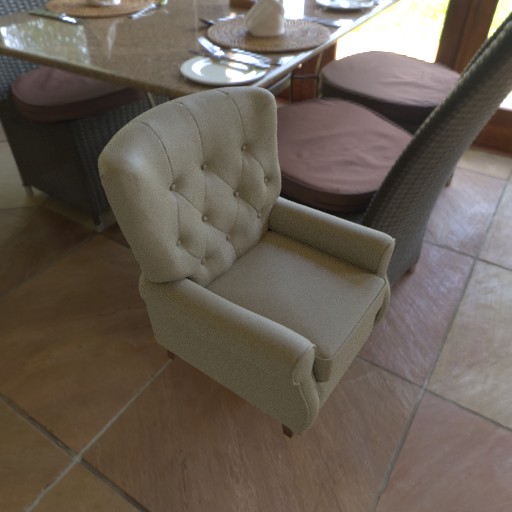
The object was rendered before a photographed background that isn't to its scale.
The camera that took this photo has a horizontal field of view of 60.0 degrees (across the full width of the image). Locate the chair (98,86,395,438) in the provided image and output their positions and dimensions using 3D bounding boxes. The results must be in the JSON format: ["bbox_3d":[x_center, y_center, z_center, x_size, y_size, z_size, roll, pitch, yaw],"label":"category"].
[{"bbox_3d":[0.000,0.000,1.930,1.059,1.158,0.943,25,47,27],"label":"chair"}]
